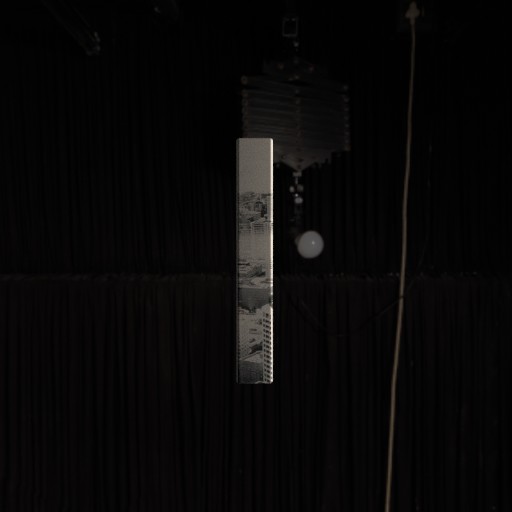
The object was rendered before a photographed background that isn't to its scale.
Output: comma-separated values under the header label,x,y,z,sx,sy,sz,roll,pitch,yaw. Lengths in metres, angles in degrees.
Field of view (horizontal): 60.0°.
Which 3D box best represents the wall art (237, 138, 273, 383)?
label,x,y,z,sx,sy,sz,roll,pitch,yaw
wall art,0.000,0.000,0.842,0.038,0.255,0.763,0,1,0
